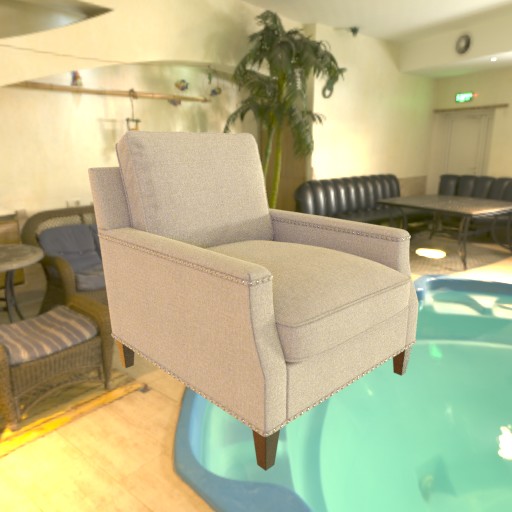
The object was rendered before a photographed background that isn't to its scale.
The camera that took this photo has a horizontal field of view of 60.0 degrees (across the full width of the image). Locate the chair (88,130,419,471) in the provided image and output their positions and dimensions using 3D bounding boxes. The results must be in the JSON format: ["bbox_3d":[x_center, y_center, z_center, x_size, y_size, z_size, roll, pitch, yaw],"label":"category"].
[{"bbox_3d":[0.000,0.000,1.722,0.853,0.943,1.014,-13,20,-42],"label":"chair"}]
